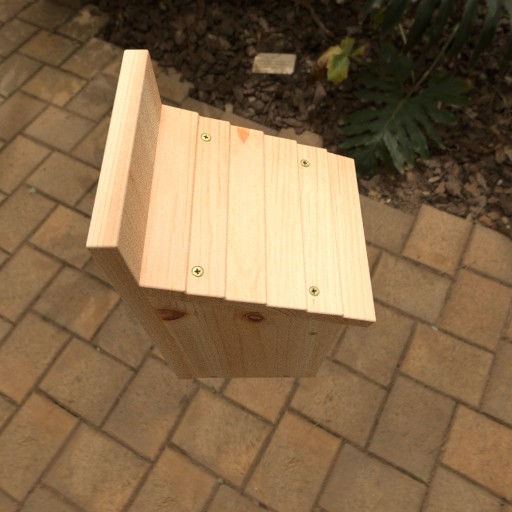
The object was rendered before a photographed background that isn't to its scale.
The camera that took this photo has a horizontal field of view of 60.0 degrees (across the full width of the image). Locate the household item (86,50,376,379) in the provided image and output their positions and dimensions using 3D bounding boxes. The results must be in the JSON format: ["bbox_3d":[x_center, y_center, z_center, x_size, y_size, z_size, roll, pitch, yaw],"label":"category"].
[{"bbox_3d":[0.000,0.000,0.386,0.171,0.300,0.149,0,62,0],"label":"household item"}]
